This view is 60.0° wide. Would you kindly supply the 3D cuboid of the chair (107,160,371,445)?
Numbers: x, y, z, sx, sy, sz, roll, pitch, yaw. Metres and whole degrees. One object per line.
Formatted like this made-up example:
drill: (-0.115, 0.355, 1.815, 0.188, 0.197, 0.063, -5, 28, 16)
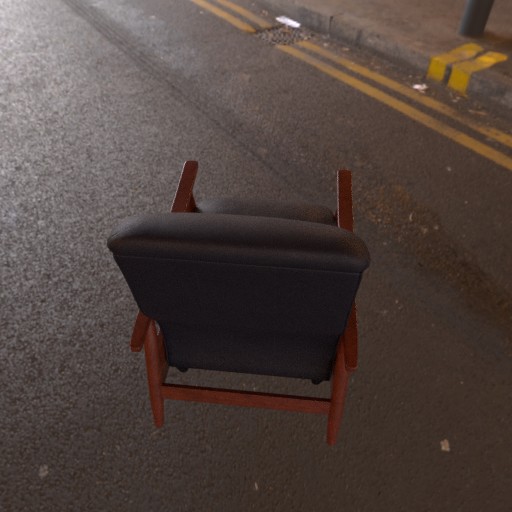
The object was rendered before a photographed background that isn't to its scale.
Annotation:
chair: (0.000, 0.000, 1.742, 0.762, 1.082, 1.014, 4, 45, 4)
